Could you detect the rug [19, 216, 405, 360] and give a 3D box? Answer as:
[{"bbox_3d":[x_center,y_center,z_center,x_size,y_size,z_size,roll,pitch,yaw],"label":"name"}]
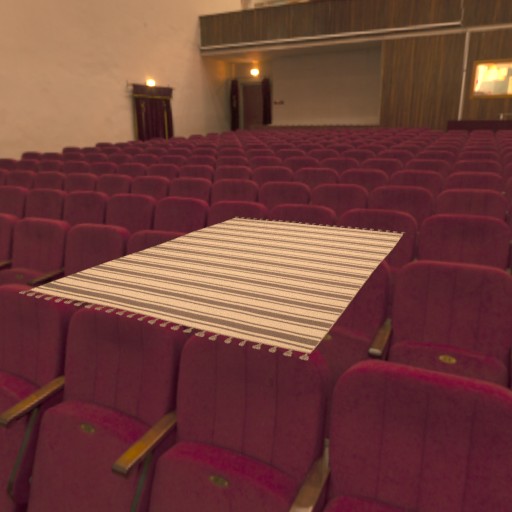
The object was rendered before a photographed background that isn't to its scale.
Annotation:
[{"bbox_3d":[0.000,0.000,3.811,2.030,0.017,3.040,8,18,25],"label":"rug"}]
